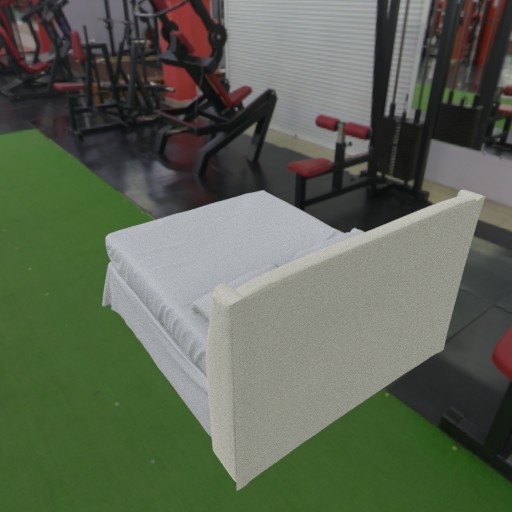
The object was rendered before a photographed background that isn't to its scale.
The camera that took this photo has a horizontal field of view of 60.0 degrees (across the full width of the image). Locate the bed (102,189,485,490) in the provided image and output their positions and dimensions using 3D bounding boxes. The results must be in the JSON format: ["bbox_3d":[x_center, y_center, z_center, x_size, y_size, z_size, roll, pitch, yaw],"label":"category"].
[{"bbox_3d":[0.000,0.000,3.377,1.925,1.332,2.276,-20,36,-30],"label":"bed"}]
